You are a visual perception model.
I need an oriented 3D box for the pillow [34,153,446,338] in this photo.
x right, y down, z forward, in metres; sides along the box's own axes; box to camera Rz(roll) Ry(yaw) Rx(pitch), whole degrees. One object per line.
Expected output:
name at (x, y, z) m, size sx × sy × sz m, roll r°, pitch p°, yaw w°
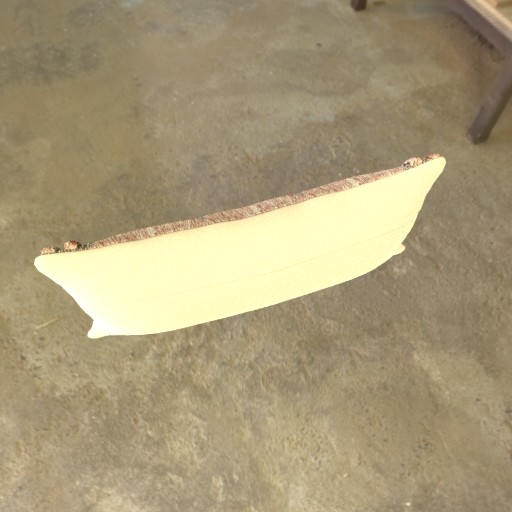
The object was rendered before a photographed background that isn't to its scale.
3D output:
pillow at (0.000, 0.000, 0.740) m, size 0.635 × 0.282 × 0.139 m, roll -15°, pitch 60°, yaw -9°
